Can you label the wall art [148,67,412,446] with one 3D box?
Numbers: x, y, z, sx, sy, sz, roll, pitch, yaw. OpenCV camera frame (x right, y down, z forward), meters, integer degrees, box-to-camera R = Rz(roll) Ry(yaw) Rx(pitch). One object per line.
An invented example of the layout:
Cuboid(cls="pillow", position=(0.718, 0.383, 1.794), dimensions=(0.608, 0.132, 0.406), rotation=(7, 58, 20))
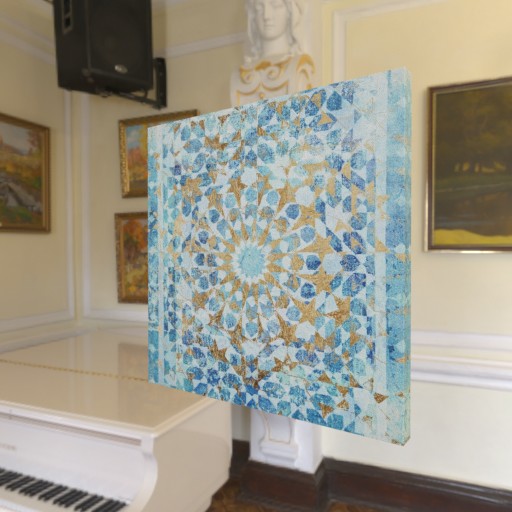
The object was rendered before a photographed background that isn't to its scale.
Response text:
Cuboid(cls="wall art", position=(0.000, 0.000, 0.901), dimensions=(0.609, 0.609, 0.040), rotation=(0, 1, 36))
